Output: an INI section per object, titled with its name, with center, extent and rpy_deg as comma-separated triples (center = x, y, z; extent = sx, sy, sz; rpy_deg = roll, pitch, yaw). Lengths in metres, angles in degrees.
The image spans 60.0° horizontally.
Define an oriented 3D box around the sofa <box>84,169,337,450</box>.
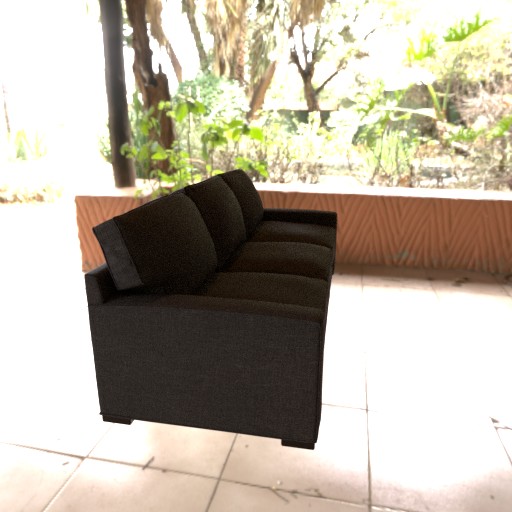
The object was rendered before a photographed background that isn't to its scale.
[sofa]
center = 0.000, 0.000, 2.907
extent = 1.004, 0.978, 2.369
rpy_deg = 3, 16, 11
